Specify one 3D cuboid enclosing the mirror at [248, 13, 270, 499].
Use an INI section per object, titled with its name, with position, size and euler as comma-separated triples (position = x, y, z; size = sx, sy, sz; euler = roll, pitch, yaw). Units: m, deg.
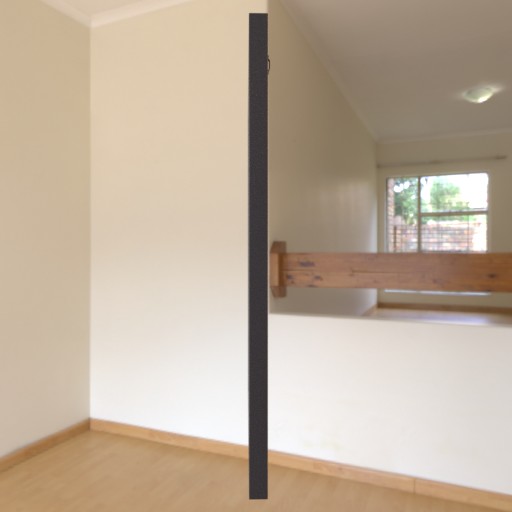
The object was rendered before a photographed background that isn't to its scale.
[mirror]
position = 0.000, 0.000, 1.138
size = 0.040, 0.915, 0.609
euler = 0, 1, -1
